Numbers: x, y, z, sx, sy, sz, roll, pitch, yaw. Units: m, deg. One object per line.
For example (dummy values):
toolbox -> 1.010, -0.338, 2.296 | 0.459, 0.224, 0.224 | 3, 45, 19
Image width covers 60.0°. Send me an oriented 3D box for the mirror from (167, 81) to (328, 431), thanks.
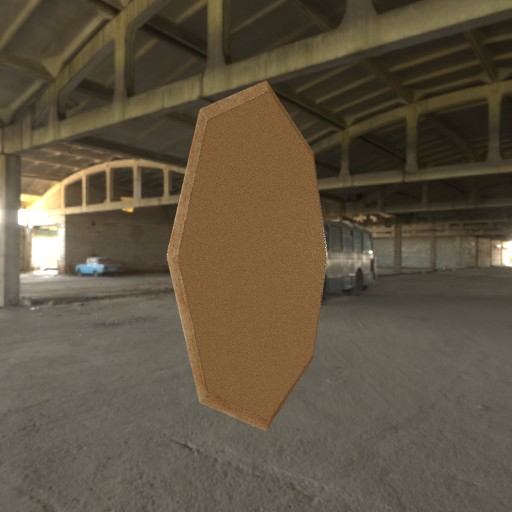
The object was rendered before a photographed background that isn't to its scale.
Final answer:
mirror -> 0.000, 0.000, 0.996 | 0.070, 0.774, 0.577 | 0, 0, 37
